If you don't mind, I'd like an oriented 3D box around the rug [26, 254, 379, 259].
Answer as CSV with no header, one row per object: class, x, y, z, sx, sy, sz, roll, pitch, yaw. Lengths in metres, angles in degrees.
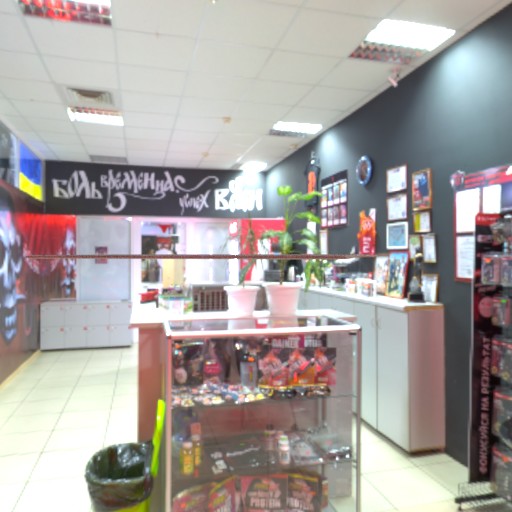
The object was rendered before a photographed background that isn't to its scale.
rug,0.000,0.000,3.083,1.535,0.022,2.498,0,0,18
